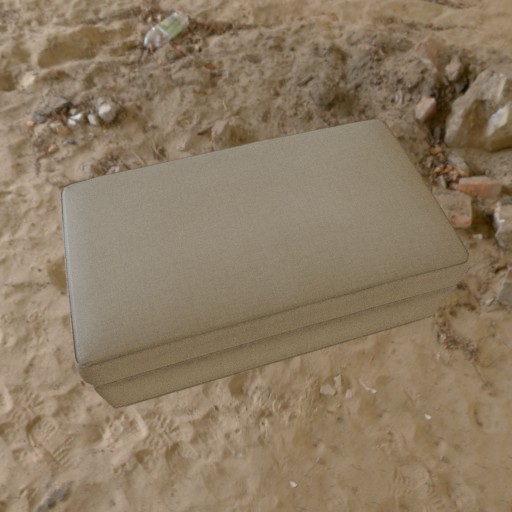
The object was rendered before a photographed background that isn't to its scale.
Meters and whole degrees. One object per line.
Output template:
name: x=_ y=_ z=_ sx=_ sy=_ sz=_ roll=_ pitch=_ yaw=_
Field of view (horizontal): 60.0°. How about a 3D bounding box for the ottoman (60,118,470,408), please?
ottoman: x=0.000 y=0.000 z=1.437 sx=1.097 sy=0.461 sz=0.617 roll=-14 pitch=60 yaw=-8
